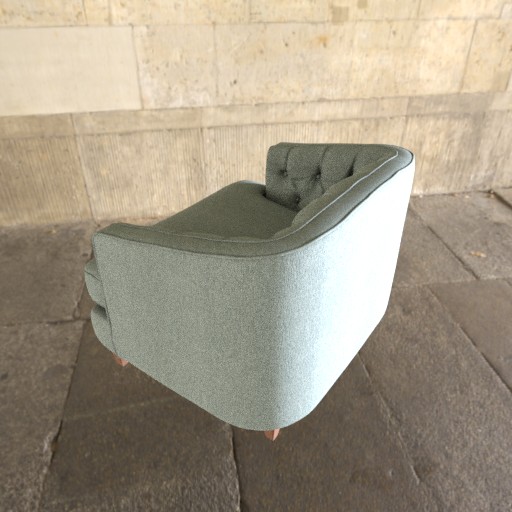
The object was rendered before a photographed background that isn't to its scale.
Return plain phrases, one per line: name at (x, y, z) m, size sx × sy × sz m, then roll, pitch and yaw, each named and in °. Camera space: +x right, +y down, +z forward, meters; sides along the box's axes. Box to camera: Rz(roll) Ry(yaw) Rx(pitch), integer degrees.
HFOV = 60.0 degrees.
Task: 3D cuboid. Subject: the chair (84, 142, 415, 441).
chair at (0.000, 0.000, 1.787) m, size 0.945 × 0.852 × 1.094 m, roll 22°, pitch 39°, yaw 30°
